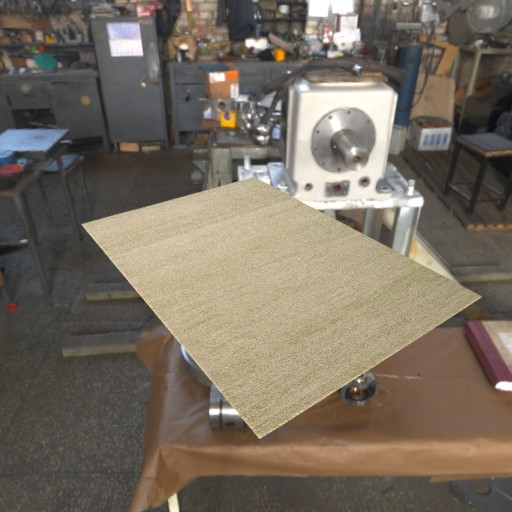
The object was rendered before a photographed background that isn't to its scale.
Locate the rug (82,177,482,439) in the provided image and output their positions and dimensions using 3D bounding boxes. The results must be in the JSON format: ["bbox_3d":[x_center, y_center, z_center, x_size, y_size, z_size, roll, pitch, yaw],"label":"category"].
[{"bbox_3d":[0.000,0.000,5.125,2.782,0.025,3.935,-21,38,-30],"label":"rug"}]
